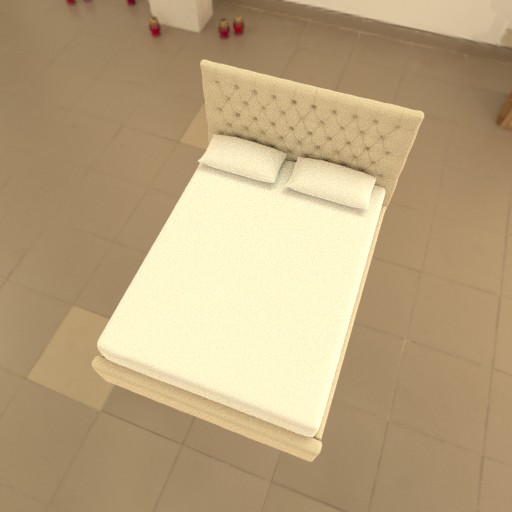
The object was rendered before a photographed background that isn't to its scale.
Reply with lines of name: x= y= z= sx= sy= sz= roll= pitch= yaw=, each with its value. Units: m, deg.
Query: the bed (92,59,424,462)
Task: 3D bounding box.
bed: x=0.000 y=0.000 z=3.284 sx=1.696 sy=1.426 sz=2.233 roll=18 pitch=61 yaw=10
